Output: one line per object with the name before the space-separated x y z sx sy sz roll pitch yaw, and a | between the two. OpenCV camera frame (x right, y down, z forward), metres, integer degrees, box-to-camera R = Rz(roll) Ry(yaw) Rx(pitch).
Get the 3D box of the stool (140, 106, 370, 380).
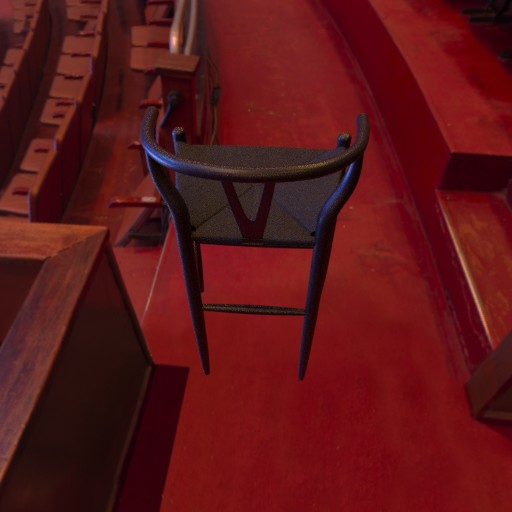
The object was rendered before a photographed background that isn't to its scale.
stool | 0.000 0.000 1.421 0.569 1.072 0.579 3 47 2
